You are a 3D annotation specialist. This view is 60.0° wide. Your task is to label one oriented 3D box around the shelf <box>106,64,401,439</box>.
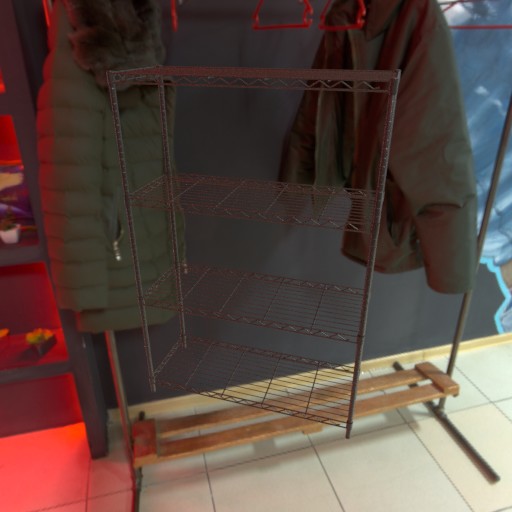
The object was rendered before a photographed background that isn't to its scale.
[{"bbox_3d":[0.000,0.000,1.755,0.907,1.361,0.352,8,28,15],"label":"shelf"}]
